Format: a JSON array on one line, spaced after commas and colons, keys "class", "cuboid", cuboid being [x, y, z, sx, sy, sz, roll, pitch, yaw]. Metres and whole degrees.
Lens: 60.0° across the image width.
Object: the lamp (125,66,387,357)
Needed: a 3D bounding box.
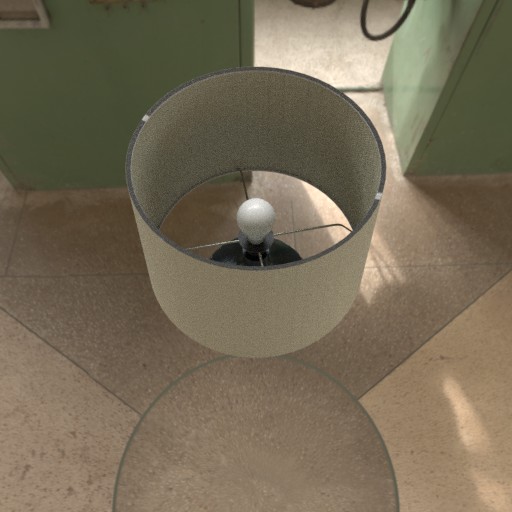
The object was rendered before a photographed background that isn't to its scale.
[{"class": "lamp", "cuboid": [0.000, 0.000, 0.793, 0.376, 0.540, 0.376, 0, 62, 0]}]
